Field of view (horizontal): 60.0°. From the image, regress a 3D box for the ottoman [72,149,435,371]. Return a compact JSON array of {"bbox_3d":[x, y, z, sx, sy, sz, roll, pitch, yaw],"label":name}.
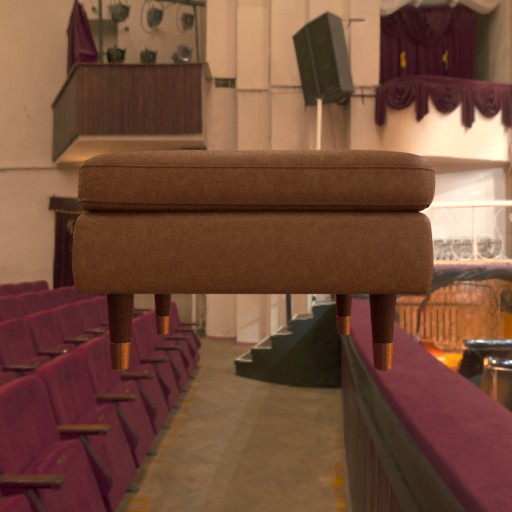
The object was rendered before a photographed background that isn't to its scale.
[{"bbox_3d":[0.000,0.000,1.131,0.747,0.478,0.593,0,0,0],"label":"ottoman"}]
